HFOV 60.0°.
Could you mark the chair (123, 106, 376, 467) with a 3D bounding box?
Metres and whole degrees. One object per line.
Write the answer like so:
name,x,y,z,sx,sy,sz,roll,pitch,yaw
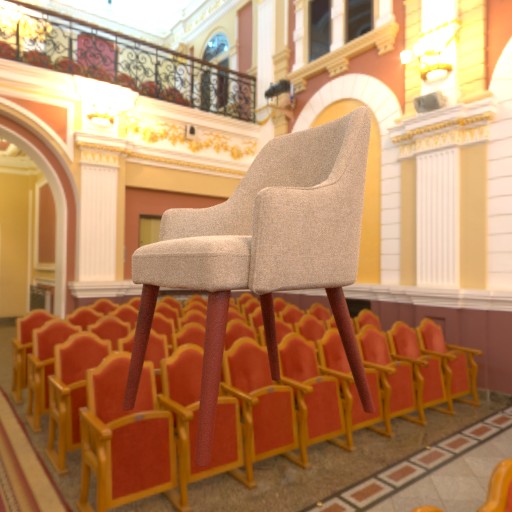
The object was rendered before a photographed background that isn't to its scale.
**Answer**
chair,0.000,0.000,1.239,0.605,0.849,0.548,1,-1,-36
